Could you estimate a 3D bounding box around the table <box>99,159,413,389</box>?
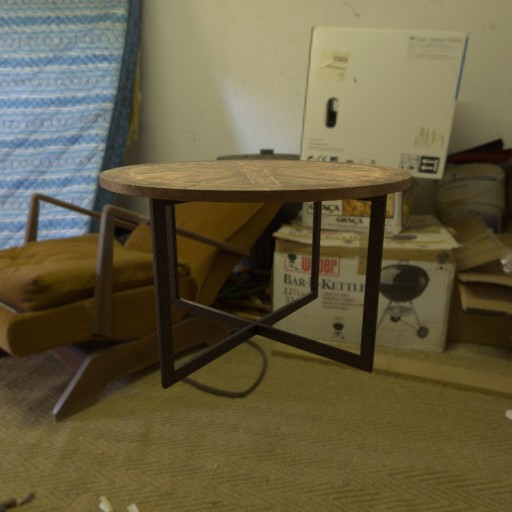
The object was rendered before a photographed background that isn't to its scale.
[{"bbox_3d":[0.000,0.000,1.991,1.264,0.762,1.264,0,16,0],"label":"table"}]
